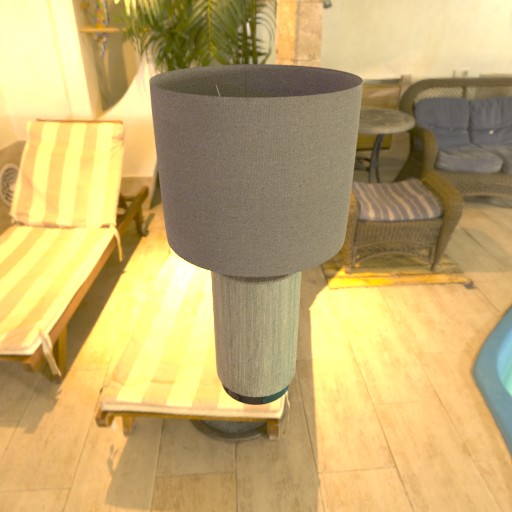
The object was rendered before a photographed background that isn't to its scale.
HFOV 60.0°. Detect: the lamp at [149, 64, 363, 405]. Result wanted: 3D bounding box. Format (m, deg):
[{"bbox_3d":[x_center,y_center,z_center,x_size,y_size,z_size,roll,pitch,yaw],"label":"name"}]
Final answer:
[{"bbox_3d":[0.000,0.000,0.589,0.228,0.444,0.228,1,30,2],"label":"lamp"}]
